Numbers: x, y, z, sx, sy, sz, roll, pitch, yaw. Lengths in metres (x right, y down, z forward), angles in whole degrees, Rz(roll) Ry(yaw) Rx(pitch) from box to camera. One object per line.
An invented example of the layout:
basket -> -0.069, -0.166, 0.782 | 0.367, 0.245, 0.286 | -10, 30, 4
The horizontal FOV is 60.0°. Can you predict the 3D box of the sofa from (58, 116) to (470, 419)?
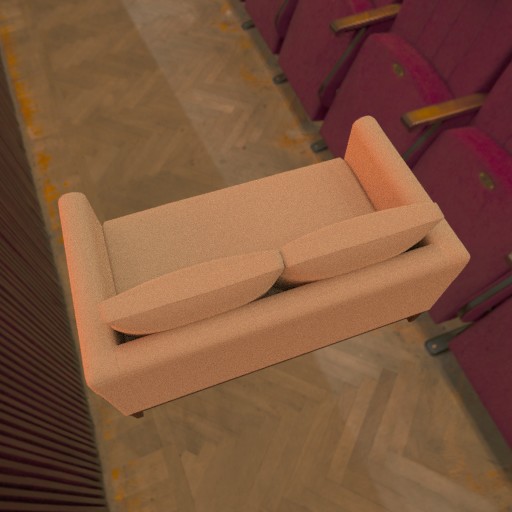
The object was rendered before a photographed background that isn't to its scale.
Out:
sofa -> 0.000, 0.000, 2.111 | 1.598, 0.873, 0.905 | -17, 61, -10
